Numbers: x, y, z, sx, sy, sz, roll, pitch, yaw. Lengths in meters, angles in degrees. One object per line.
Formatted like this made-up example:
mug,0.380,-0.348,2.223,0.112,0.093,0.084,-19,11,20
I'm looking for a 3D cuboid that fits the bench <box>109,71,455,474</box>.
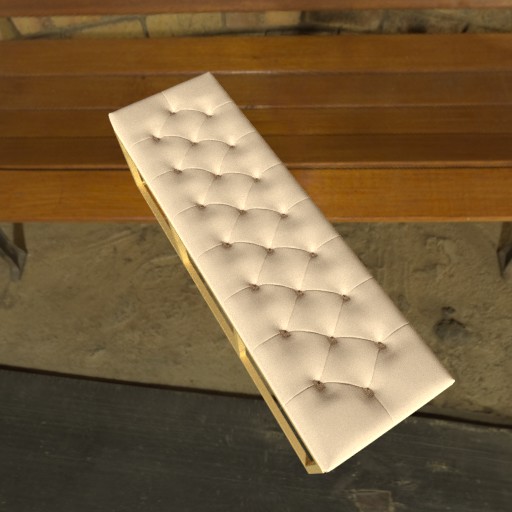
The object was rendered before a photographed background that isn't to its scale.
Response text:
bench,0.000,0.000,1.692,0.457,0.484,1.473,-29,67,-13
